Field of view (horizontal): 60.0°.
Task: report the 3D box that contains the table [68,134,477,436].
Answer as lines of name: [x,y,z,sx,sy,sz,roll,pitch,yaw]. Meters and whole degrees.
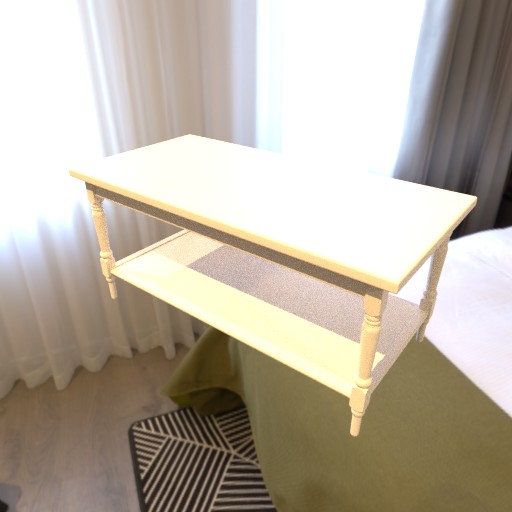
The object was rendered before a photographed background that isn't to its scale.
table: [0.000,0.000,1.441,1.107,0.510,0.550,21,35,32]
